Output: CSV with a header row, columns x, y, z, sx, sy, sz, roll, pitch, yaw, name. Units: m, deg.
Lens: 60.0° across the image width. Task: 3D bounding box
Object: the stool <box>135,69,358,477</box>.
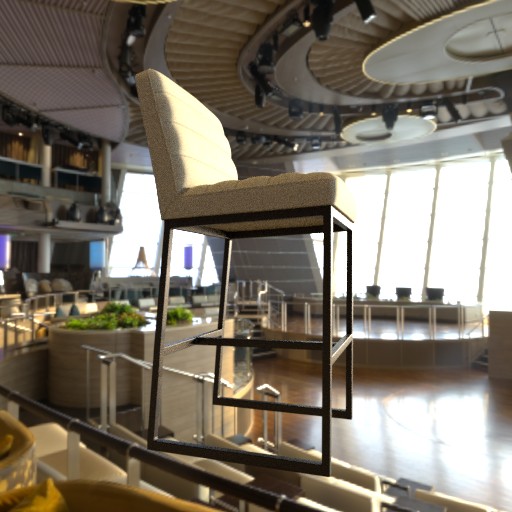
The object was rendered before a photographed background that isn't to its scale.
x,y,z,sx,sy,sz,roll,pitch,yaw,name
0.000,0.000,1.327,0.560,1.040,0.460,-1,-2,19,stool
